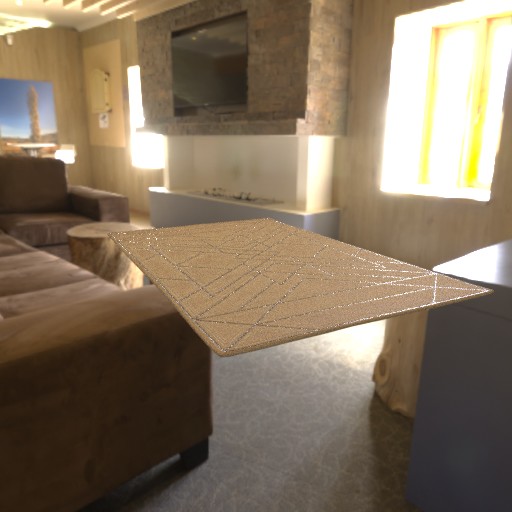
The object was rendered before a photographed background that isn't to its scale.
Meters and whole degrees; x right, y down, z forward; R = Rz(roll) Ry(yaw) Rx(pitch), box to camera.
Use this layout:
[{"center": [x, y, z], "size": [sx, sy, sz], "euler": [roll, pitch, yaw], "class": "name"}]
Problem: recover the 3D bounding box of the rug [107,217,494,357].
[{"center": [0.000, 0.000, 3.044], "size": [1.575, 0.023, 2.459], "euler": [-8, 17, -26], "class": "rug"}]
